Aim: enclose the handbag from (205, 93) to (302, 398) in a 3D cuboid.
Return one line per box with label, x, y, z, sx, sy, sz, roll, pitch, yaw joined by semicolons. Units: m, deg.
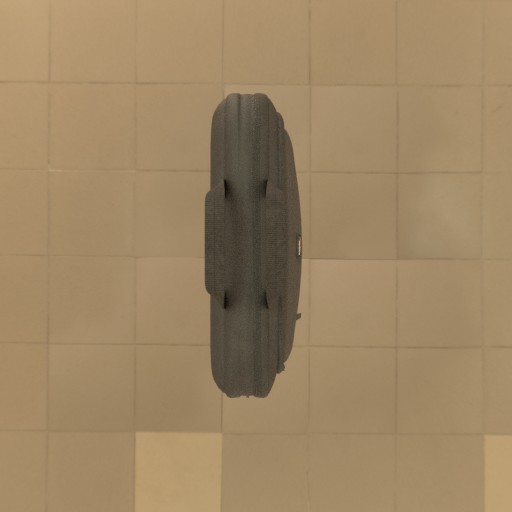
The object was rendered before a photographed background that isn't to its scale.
handbag;0.000;0.000;0.435;0.089;0.244;0.320;0;89;0
